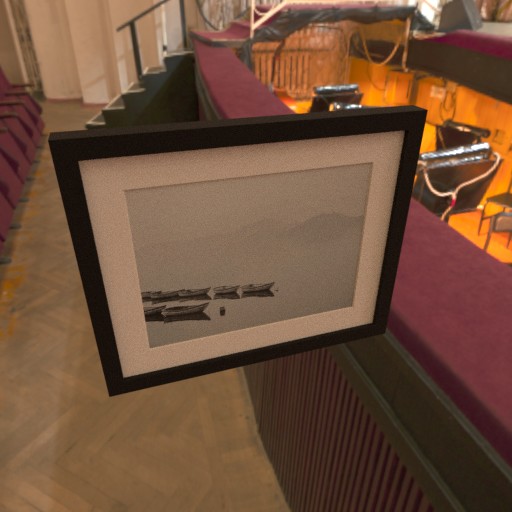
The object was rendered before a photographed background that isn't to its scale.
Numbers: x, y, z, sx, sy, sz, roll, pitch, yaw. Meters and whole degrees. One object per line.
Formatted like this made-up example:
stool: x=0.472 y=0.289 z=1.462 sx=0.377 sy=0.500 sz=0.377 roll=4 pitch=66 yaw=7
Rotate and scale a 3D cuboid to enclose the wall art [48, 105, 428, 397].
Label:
wall art: x=0.000 y=0.000 z=0.539 sx=0.397 sy=0.325 sz=0.028 roll=-9 pitch=32 yaw=-15
